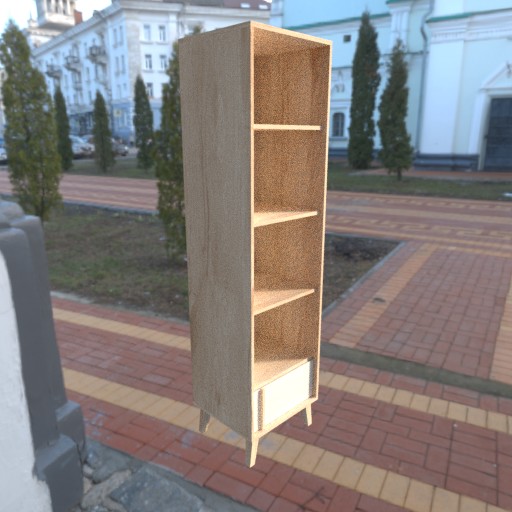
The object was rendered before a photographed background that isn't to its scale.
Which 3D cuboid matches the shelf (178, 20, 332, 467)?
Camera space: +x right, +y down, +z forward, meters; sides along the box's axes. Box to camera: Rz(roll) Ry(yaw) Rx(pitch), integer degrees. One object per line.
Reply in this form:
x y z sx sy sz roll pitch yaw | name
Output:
0.000 0.000 2.198 0.450 1.960 0.510 14 21 43 | shelf
